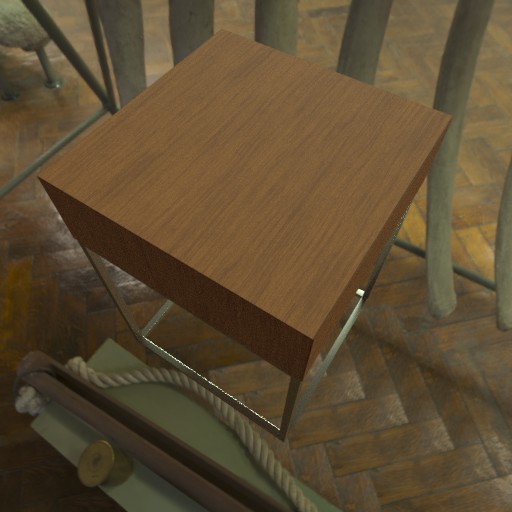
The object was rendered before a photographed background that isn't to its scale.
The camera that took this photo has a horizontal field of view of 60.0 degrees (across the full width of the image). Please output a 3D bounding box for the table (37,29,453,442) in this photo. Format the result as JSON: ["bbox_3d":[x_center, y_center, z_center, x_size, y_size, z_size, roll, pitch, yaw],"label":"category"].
[{"bbox_3d":[0.000,0.000,0.813,0.398,0.540,0.397,29,61,18],"label":"table"}]
